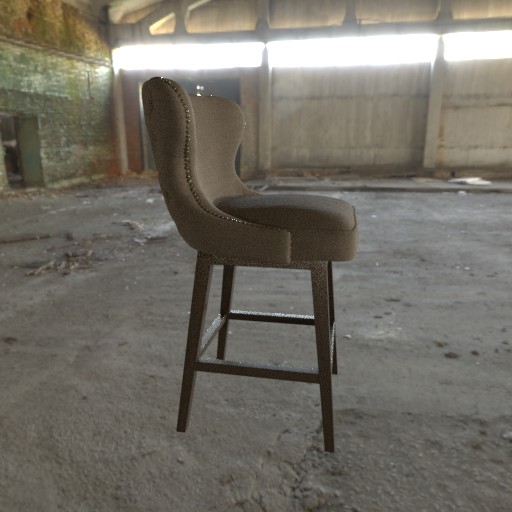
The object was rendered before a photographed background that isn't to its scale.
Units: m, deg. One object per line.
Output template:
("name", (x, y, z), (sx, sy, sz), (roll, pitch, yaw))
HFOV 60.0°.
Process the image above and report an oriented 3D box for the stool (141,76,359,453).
("stool", (0.000, 0.000, 1.353), (0.597, 0.972, 0.615), (3, 15, 11))
